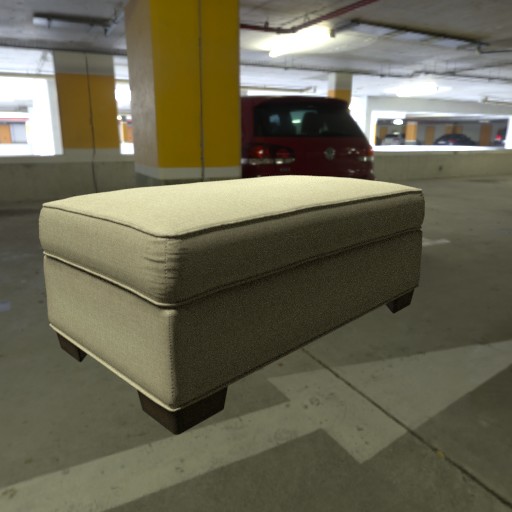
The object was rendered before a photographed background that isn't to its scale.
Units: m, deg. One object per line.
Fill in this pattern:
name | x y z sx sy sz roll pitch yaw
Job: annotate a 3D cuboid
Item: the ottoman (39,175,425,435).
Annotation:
ottoman | 0.000 0.000 1.406 0.617 0.461 1.097 14 20 43
